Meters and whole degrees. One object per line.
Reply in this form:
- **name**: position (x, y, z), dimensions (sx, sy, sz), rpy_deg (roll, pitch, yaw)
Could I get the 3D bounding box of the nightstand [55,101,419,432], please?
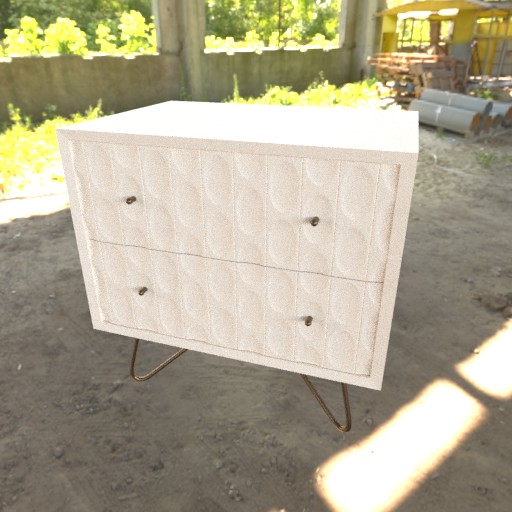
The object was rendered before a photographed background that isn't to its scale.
- **nightstand**: position (0.000, 0.000, 1.013), dimensions (0.614, 0.604, 0.447), rpy_deg (8, 27, 16)
